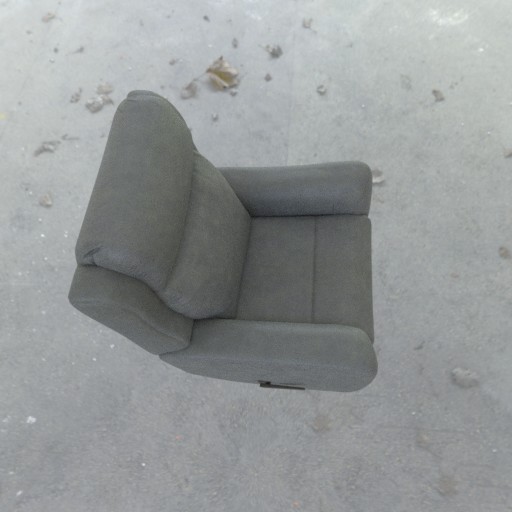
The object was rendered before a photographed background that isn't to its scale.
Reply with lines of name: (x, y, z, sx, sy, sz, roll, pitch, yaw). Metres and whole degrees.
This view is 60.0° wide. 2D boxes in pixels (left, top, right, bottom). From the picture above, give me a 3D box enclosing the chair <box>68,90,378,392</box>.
chair: (0.000, 0.000, 1.856, 1.068, 1.116, 0.967, 5, 64, 2)
